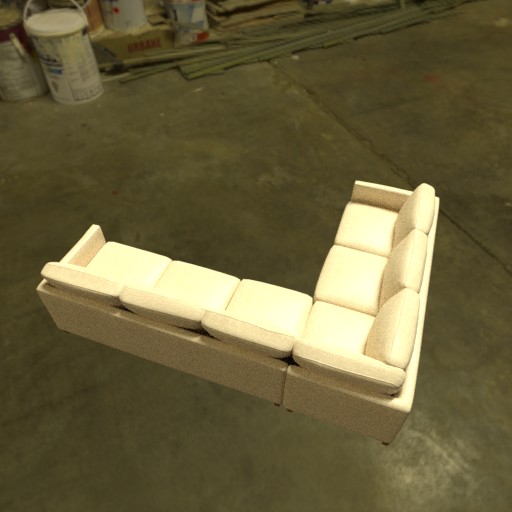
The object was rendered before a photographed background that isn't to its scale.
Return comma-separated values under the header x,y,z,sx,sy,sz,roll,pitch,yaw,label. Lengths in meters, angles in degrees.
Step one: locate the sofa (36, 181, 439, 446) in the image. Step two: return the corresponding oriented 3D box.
x,y,z,sx,sy,sz,roll,pitch,yaw,label
0.000,0.000,4.511,3.302,0.947,2.593,15,49,14,sofa
